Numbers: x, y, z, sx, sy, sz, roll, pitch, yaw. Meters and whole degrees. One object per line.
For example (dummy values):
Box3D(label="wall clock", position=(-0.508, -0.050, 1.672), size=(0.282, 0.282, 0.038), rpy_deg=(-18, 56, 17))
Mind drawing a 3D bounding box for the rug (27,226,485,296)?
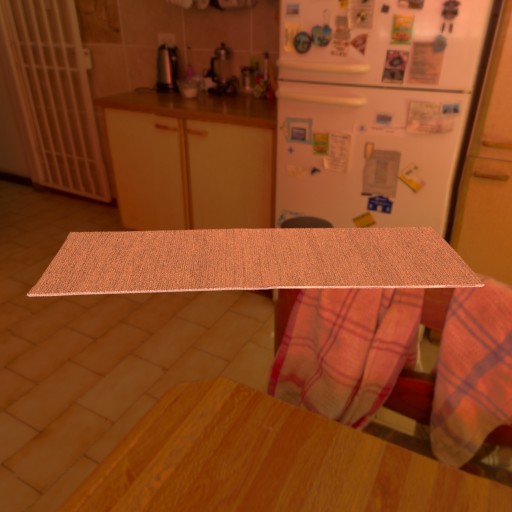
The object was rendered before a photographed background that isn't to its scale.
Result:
Box3D(label="rug", position=(0.000, 0.000, 2.524), size=(2.320, 0.032, 0.692), rpy_deg=(-1, 29, -2))
